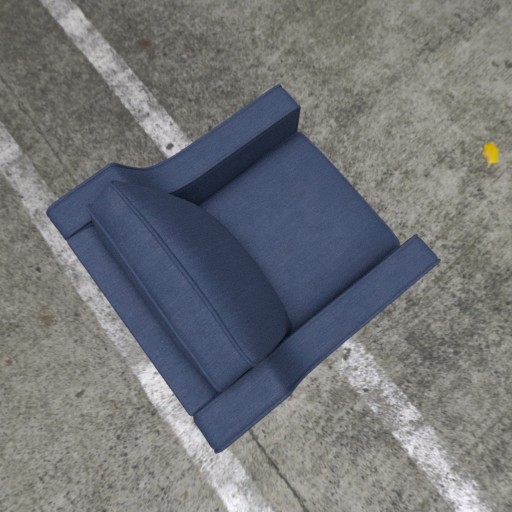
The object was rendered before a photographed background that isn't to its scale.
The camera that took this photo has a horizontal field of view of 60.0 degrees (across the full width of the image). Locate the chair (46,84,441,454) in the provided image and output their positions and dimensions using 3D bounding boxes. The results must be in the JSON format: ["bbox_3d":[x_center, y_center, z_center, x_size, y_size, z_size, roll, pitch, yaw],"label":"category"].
[{"bbox_3d":[0.000,0.000,1.591,0.909,0.960,0.831,-37,79,-9],"label":"chair"}]
